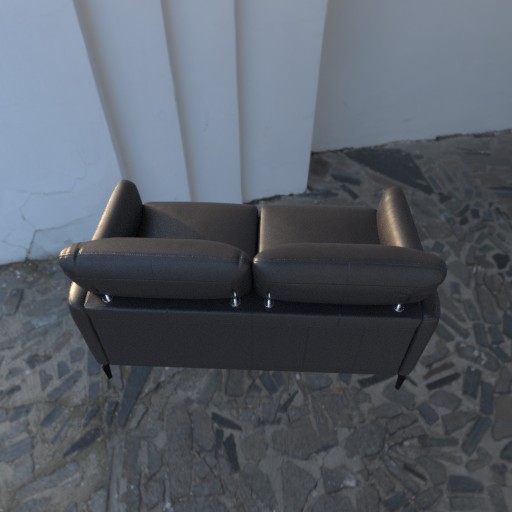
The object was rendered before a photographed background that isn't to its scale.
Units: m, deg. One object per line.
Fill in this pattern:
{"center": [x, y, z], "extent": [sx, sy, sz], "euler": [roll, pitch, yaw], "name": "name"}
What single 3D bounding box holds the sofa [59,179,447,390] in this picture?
{"center": [0.000, 0.000, 2.193], "extent": [1.596, 0.920, 0.958], "euler": [2, 48, 2], "name": "sofa"}
